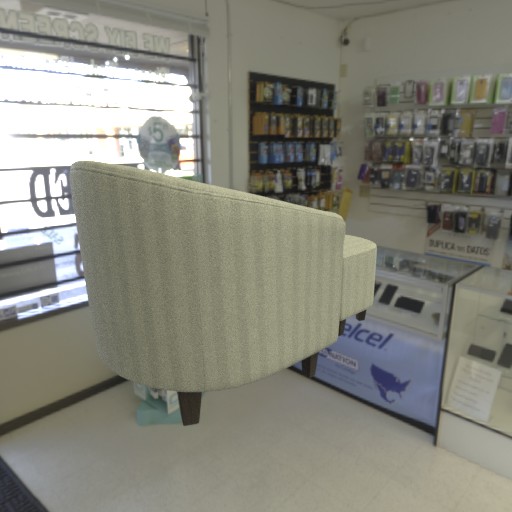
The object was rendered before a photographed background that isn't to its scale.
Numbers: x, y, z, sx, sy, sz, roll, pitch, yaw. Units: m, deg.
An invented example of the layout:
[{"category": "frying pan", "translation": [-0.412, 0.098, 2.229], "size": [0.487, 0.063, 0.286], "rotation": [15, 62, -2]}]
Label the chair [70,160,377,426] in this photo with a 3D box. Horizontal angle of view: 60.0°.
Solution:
[{"category": "chair", "translation": [0.000, 0.000, 1.694], "size": [1.288, 0.757, 0.756], "rotation": [-14, 20, -42]}]
